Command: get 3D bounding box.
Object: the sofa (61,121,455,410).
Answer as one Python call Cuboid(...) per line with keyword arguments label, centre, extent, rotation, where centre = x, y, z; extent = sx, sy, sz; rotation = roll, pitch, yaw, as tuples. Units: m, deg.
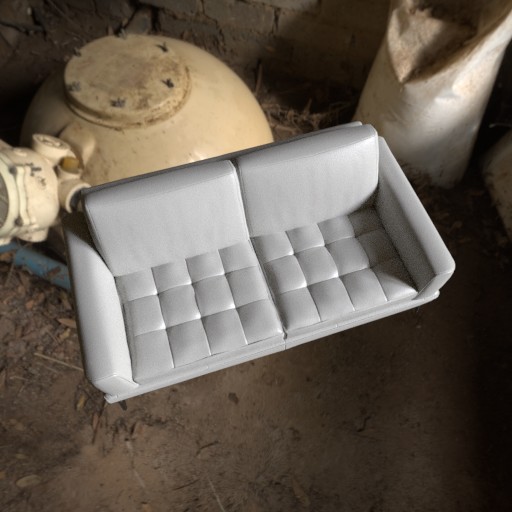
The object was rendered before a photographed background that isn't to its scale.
Cuboid(label="sofa", centre=(0.000, 0.000, 2.742), extent=(2.177, 0.930, 1.121), rotation=(-16, 64, -8))
